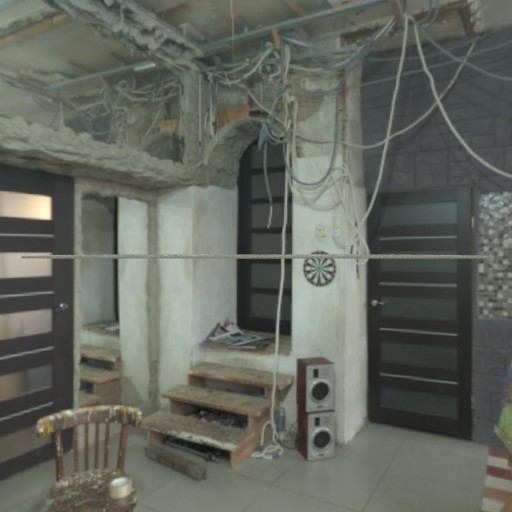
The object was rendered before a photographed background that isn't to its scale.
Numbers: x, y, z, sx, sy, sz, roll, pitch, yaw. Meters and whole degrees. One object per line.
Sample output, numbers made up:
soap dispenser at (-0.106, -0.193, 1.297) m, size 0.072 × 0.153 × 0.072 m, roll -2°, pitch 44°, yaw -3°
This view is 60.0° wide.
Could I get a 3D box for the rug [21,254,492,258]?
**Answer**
rug at (0.000, 0.000, 2.898) m, size 2.290 × 0.014 × 1.526 m, roll 0°, pitch 0°, yaw 0°
